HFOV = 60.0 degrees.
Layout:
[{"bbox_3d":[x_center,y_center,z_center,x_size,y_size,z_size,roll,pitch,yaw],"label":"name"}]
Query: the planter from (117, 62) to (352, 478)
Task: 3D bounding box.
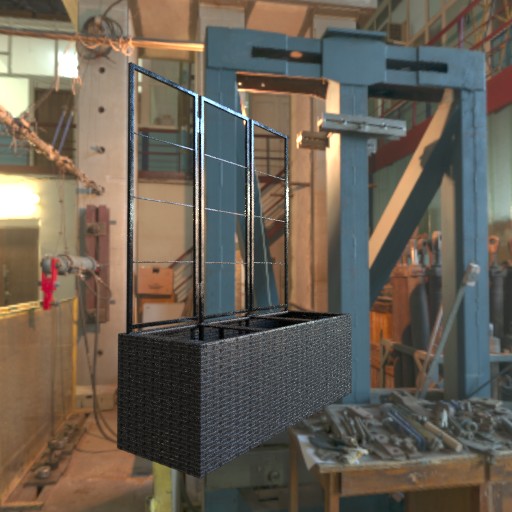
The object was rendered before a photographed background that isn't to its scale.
[{"bbox_3d":[0.000,0.000,1.178,0.244,0.841,0.699,-1,-2,35],"label":"planter"}]
